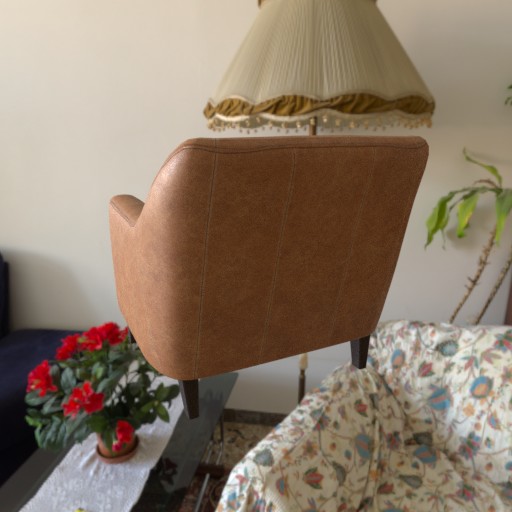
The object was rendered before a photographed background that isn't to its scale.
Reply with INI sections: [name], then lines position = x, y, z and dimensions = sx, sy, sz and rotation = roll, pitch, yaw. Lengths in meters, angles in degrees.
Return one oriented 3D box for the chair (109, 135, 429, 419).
[chair]
position = 0.000, 0.000, 1.841
dimensions = 1.037, 0.980, 1.034
rotation = -8, 18, -26
